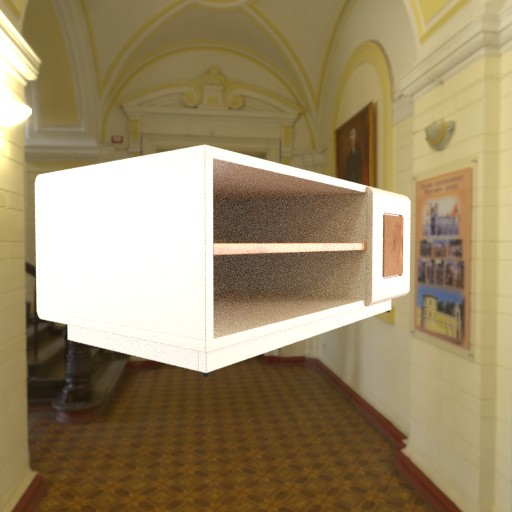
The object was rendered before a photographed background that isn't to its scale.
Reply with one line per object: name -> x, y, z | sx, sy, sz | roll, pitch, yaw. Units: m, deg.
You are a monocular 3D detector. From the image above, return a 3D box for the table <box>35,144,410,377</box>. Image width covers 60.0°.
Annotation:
table -> 0.000, 0.000, 1.422 | 0.639, 0.442, 1.097 | 1, 2, 37
